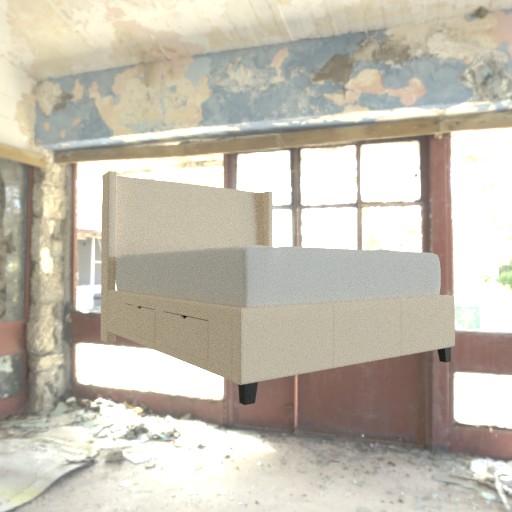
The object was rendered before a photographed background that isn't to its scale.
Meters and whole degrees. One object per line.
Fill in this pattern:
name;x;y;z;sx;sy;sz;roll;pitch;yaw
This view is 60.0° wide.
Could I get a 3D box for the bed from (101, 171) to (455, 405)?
bed;0.000;0.000;3.494;1.765;1.471;2.280;1;-2;-35
